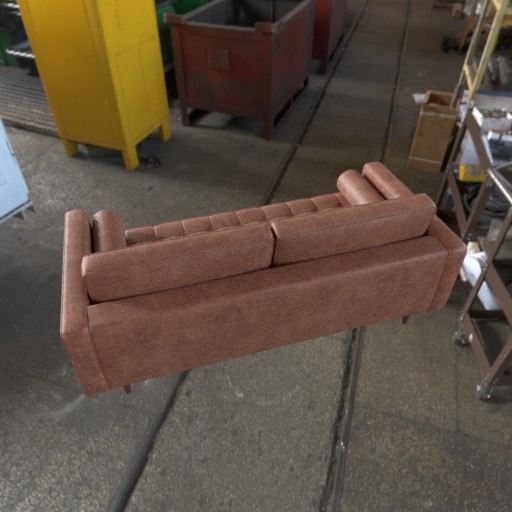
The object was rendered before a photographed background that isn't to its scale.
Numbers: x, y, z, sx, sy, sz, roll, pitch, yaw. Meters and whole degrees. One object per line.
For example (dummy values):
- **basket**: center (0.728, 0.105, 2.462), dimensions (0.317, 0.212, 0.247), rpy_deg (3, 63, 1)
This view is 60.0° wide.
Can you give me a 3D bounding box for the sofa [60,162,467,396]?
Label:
- **sofa**: center (0.000, 0.000, 2.350), dimensions (1.870, 0.760, 0.910), rpy_deg (-11, 43, -12)
